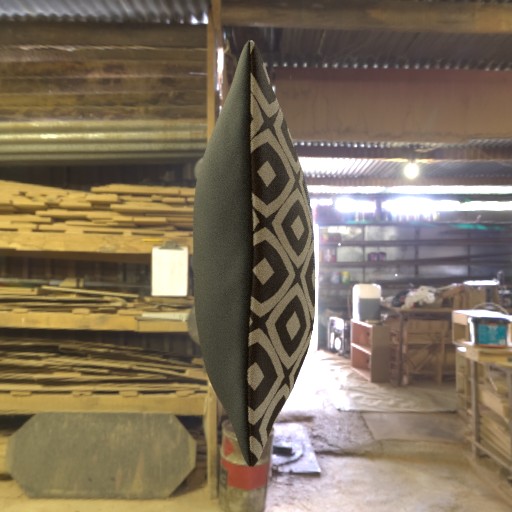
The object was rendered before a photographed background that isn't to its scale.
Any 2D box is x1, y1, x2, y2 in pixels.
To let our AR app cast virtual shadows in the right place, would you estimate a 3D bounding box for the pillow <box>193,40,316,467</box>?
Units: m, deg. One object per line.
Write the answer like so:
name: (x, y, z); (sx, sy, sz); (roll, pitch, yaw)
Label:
pillow: (0.000, 0.000, 0.760); (0.188, 0.494, 0.504); (0, -2, 1)
